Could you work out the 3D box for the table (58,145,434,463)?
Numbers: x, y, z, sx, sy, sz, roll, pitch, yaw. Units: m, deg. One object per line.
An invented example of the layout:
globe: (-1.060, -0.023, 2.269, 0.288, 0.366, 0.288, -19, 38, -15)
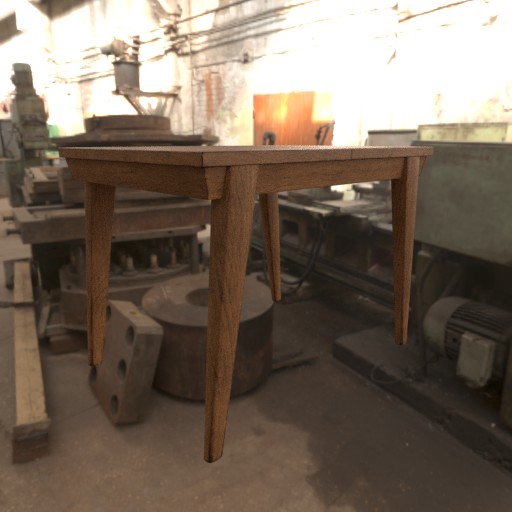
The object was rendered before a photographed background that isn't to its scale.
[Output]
table: (0.000, 0.000, 1.593, 1.027, 0.760, 0.757, -14, 20, -42)
